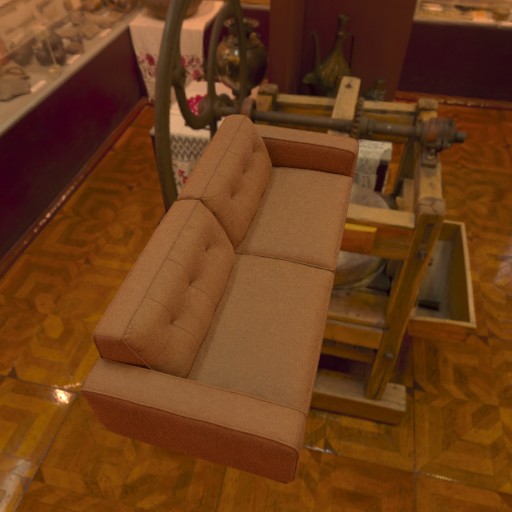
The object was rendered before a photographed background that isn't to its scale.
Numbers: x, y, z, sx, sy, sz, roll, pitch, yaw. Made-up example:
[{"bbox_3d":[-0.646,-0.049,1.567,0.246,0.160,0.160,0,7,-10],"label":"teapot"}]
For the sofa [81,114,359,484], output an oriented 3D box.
[{"bbox_3d":[0.000,0.000,2.632,0.953,0.780,2.270,11,48,10],"label":"sofa"}]
